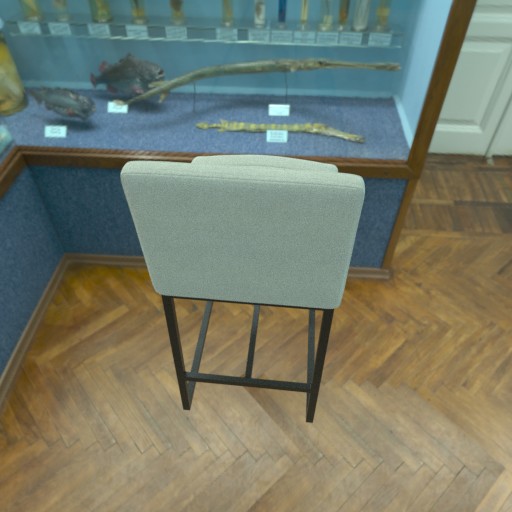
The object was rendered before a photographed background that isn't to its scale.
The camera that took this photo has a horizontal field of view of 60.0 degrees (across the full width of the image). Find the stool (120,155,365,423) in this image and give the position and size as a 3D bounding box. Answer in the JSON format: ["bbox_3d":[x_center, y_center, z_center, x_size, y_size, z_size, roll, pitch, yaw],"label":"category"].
[{"bbox_3d":[0.000,0.000,1.305,0.459,0.971,0.567,4,47,4],"label":"stool"}]
